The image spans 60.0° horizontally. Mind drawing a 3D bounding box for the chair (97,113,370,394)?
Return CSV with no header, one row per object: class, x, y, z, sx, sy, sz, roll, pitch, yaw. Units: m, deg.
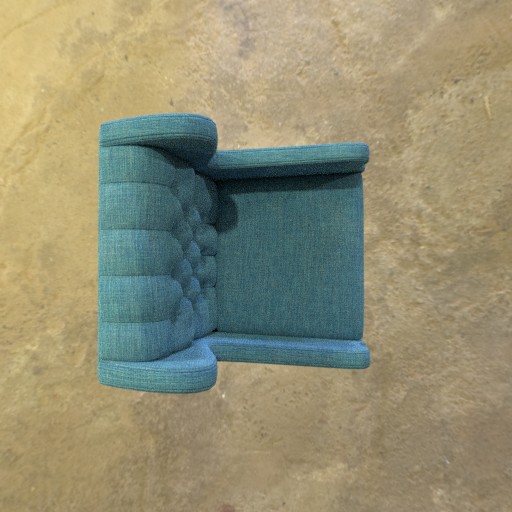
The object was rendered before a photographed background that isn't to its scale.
chair,0.000,0.000,1.488,0.775,0.952,0.711,0,89,-1
